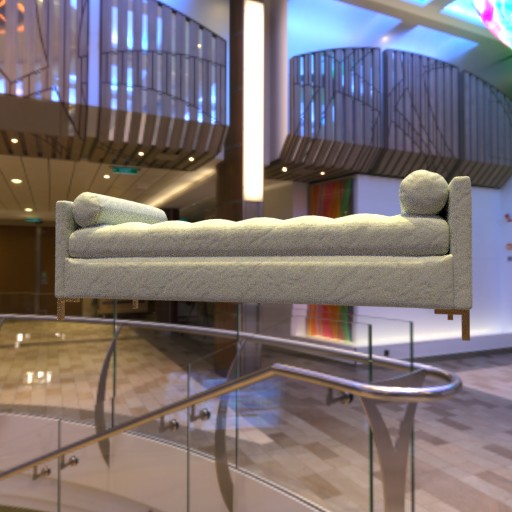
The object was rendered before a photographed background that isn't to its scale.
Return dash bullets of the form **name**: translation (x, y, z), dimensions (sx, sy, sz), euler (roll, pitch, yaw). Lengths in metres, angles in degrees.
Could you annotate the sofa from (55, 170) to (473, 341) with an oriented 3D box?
- **sofa**: translation (0.000, 0.000, 2.451), dimensions (2.102, 0.705, 0.796), euler (0, -1, 19)
